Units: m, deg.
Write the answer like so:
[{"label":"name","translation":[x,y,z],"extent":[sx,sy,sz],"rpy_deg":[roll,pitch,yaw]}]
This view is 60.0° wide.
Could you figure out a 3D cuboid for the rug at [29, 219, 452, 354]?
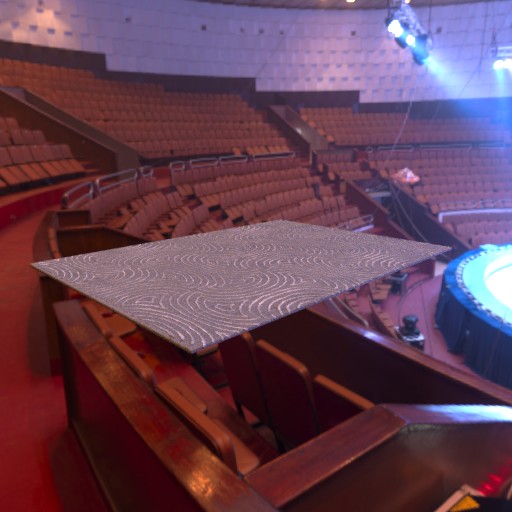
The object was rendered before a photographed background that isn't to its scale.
[{"label":"rug","translation":[0.000,0.000,2.746],"extent":[2.144,0.015,1.543],"rpy_deg":[-14,20,-43]}]
